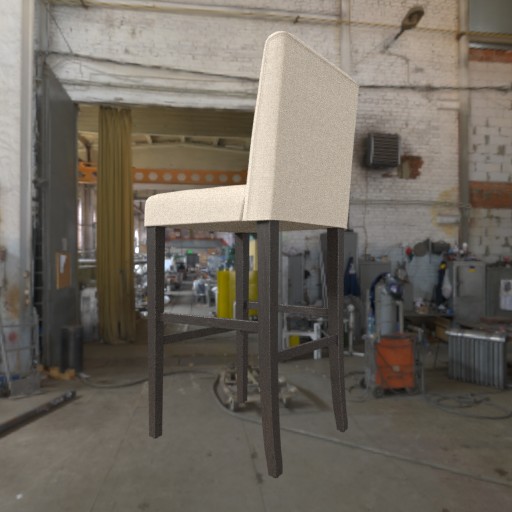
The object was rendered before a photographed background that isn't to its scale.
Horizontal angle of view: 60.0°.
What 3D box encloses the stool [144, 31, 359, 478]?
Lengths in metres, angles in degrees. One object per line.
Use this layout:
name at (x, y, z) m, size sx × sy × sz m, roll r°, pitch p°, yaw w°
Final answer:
stool at (0.000, 0.000, 1.393) m, size 0.509 × 1.116 × 0.474 m, roll 0°, pitch 0°, yaw 38°
